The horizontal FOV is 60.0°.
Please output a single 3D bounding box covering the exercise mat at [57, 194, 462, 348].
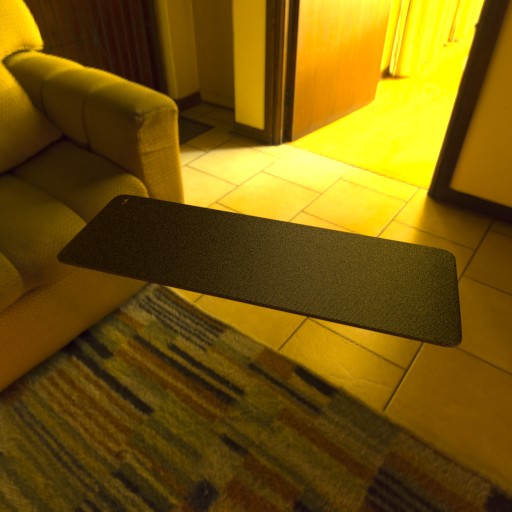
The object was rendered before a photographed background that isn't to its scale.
[{"bbox_3d":[0.000,0.000,2.156,1.869,0.021,0.616,11,42,13],"label":"exercise mat"}]
